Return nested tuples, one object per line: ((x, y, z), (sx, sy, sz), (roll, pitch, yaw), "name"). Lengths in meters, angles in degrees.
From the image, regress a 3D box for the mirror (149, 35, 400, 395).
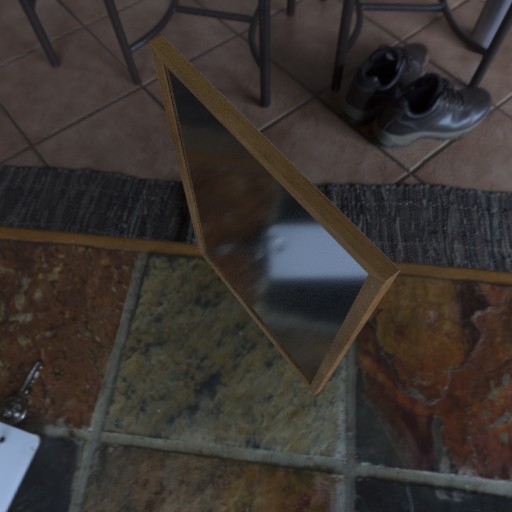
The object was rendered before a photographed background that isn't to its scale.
((0.000, 0.000, 1.333), (0.040, 1.016, 0.762), (-34, 67, -16), "mirror")
